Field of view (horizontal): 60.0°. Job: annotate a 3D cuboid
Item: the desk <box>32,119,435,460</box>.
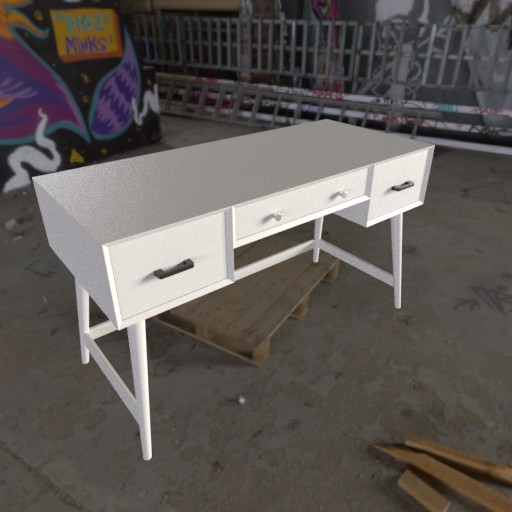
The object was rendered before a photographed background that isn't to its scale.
[{"bbox_3d":[0.000,0.000,1.721,1.313,0.762,0.589,-21,36,-33],"label":"desk"}]
